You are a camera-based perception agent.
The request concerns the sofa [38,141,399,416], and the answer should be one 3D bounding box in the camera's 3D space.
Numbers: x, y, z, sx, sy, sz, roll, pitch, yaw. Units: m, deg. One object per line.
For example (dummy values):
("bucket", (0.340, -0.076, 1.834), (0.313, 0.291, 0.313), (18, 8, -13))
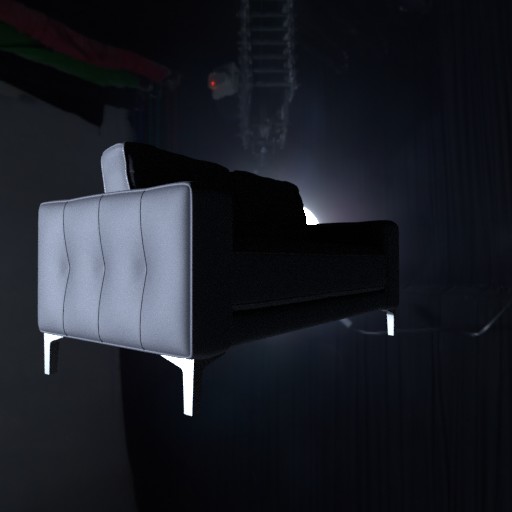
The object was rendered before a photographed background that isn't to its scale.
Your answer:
("sofa", (0.000, 0.000, 2.109), (0.833, 0.893, 1.726), (0, -1, 36))
